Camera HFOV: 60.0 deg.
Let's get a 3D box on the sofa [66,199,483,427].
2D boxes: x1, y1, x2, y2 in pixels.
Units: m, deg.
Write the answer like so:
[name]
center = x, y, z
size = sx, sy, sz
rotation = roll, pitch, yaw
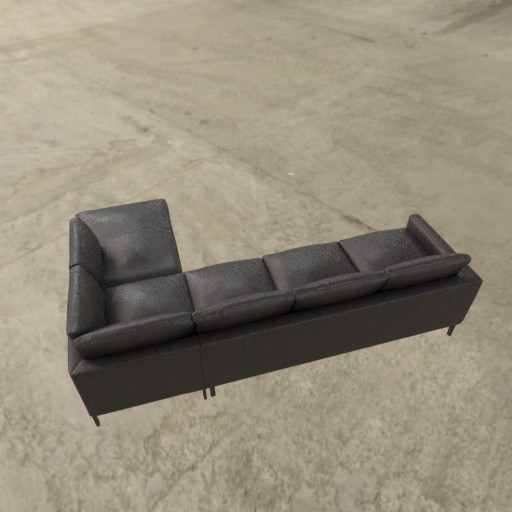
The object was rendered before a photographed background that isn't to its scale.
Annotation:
[sofa]
center = 0.000, 0.000, 3.806
size = 2.984, 0.877, 1.938
rotation = -11, 43, -12
